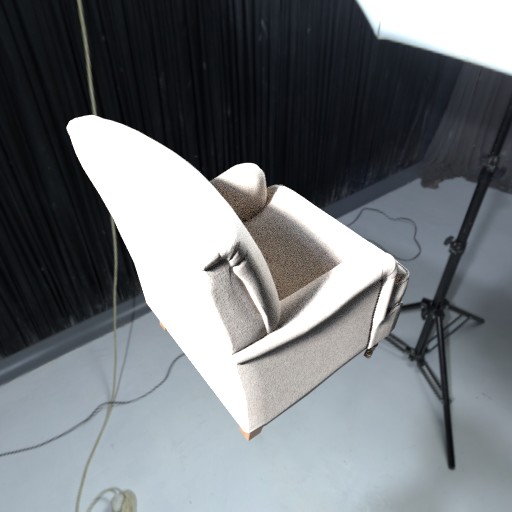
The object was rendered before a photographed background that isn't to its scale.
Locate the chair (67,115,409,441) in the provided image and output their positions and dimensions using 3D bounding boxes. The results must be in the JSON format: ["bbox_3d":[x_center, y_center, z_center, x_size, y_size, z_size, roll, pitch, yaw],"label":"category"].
[{"bbox_3d":[0.000,0.000,1.749,0.953,1.119,0.879,-26,47,-27],"label":"chair"}]
